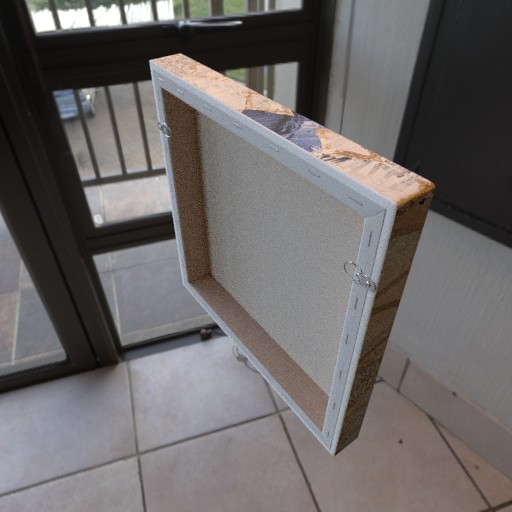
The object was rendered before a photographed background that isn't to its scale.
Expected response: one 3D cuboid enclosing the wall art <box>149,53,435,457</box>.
[{"bbox_3d":[0.000,0.000,0.439,0.036,0.304,0.303,-26,47,-27],"label":"wall art"}]
